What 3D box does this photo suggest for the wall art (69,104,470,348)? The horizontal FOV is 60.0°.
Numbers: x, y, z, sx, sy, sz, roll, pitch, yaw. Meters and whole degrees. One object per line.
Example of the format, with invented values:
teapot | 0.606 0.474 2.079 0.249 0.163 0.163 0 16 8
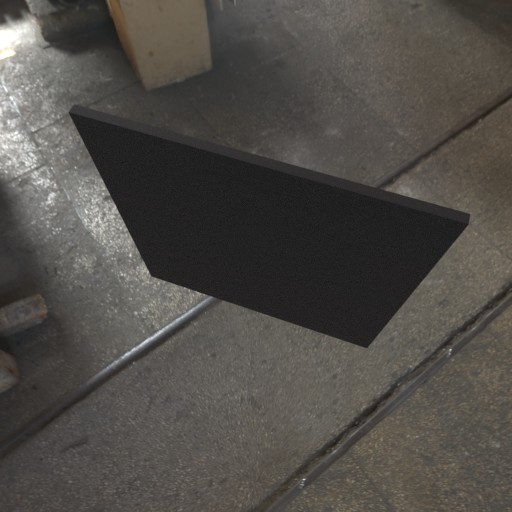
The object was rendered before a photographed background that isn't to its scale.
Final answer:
wall art | 0.000 0.000 0.684 0.456 0.458 0.013 17 64 9
